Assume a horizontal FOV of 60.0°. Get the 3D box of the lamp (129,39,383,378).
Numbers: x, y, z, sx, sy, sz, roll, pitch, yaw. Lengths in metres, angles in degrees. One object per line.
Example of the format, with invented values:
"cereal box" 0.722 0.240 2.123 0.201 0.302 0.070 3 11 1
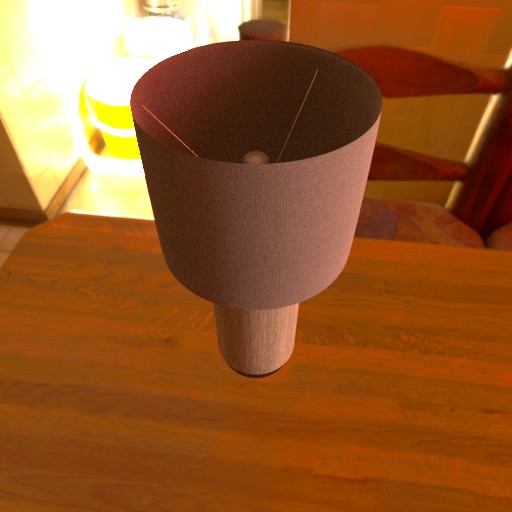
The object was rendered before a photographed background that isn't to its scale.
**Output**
"lamp" 0.000 0.000 0.565 0.228 0.444 0.228 -17 50 -15
